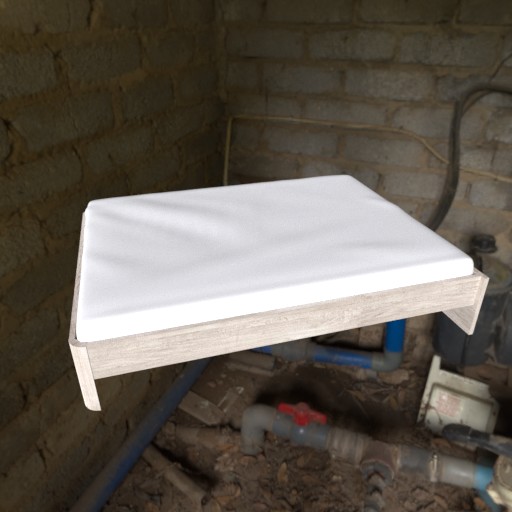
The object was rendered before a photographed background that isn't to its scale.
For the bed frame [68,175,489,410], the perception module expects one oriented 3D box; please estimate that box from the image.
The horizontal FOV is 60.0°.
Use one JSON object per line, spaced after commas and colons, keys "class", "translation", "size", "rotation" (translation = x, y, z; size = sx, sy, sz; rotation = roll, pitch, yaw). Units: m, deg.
{"class": "bed frame", "translation": [0.000, 0.000, 2.618], "size": [1.950, 0.462, 1.490], "rotation": [-8, 30, -14]}
